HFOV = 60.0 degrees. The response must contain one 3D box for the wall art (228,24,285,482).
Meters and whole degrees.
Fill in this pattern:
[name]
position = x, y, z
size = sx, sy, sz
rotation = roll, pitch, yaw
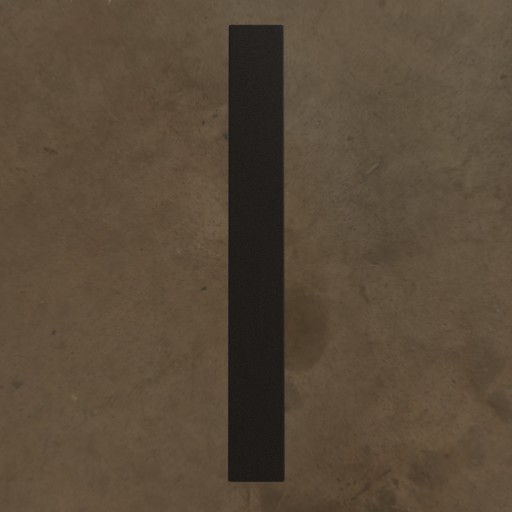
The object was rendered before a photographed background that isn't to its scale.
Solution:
[wall art]
position = 0.000, 0.000, 0.447
size = 0.037, 0.305, 0.305
rotation = 0, 89, 0
